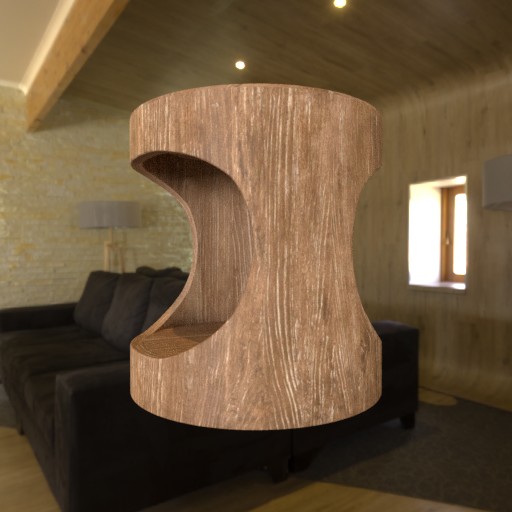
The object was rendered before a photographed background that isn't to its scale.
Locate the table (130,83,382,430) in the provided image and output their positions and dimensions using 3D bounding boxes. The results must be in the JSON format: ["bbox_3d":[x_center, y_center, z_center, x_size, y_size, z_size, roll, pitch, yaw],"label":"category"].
[{"bbox_3d":[0.000,0.000,0.965,0.527,0.551,0.527,0,1,0],"label":"table"}]
